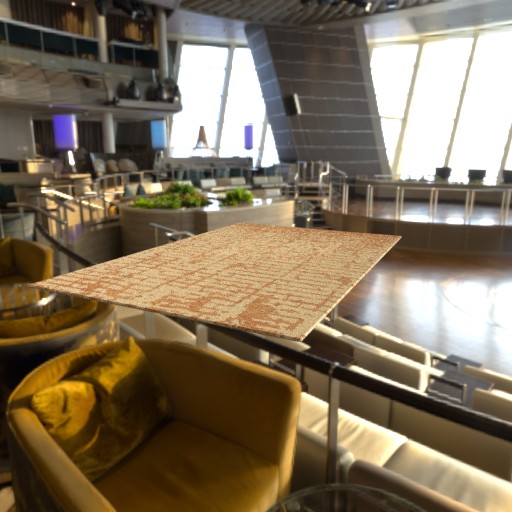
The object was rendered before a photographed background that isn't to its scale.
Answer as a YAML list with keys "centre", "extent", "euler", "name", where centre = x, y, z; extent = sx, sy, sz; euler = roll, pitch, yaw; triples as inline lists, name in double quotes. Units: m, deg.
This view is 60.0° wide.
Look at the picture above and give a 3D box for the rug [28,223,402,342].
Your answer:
- centre: [0.000, 0.000, 2.379]
  extent: [1.219, 0.011, 1.829]
  euler: [7, 15, 26]
  name: "rug"
